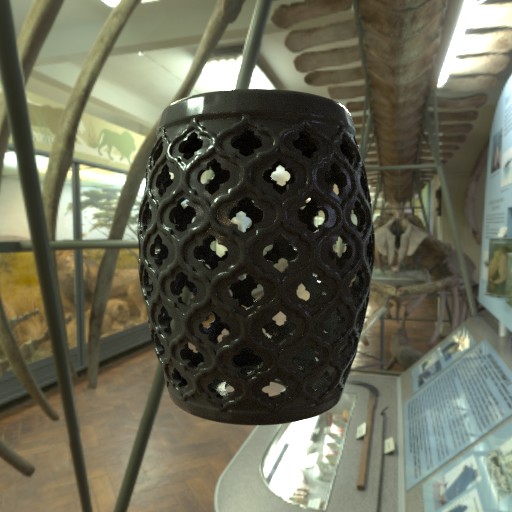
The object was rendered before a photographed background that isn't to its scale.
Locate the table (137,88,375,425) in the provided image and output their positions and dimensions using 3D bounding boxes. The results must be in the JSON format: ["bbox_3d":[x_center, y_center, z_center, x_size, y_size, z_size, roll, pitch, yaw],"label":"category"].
[{"bbox_3d":[0.000,0.000,0.629,0.325,0.388,0.325,0,3,0],"label":"table"}]
